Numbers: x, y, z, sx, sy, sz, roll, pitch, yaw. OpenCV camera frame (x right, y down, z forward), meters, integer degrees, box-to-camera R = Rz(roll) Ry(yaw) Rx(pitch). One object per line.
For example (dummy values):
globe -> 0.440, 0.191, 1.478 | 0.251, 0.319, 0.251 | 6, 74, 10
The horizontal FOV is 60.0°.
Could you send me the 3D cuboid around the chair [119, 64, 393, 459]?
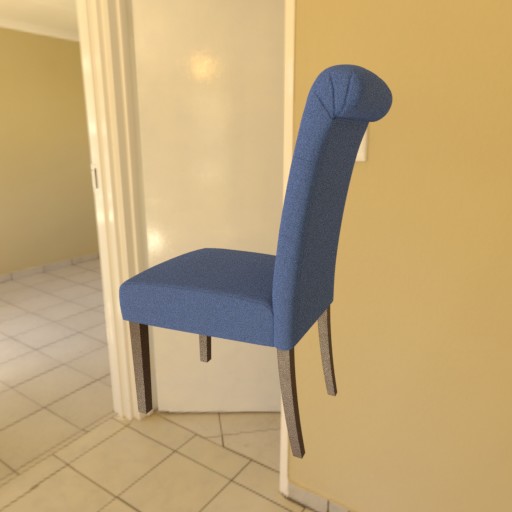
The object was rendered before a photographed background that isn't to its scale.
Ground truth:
chair -> 0.000, 0.000, 1.328 | 0.671, 1.006, 0.456 | 7, 16, 24
